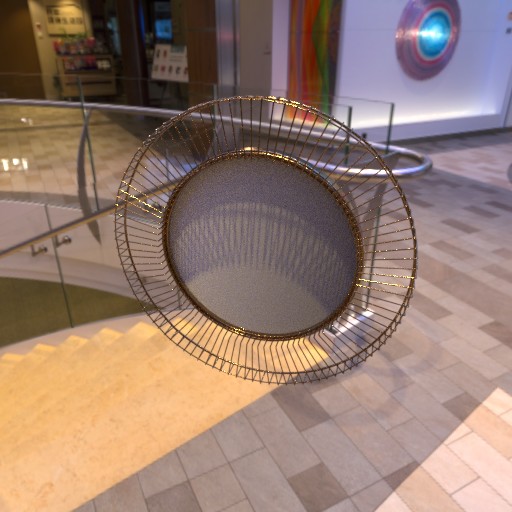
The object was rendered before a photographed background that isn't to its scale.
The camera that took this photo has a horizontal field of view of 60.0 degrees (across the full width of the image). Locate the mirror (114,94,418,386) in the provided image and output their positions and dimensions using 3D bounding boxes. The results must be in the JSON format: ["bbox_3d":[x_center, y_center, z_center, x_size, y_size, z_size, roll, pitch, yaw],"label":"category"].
[{"bbox_3d":[0.000,0.000,1.026,0.703,0.703,0.067,7,27,15],"label":"mirror"}]
